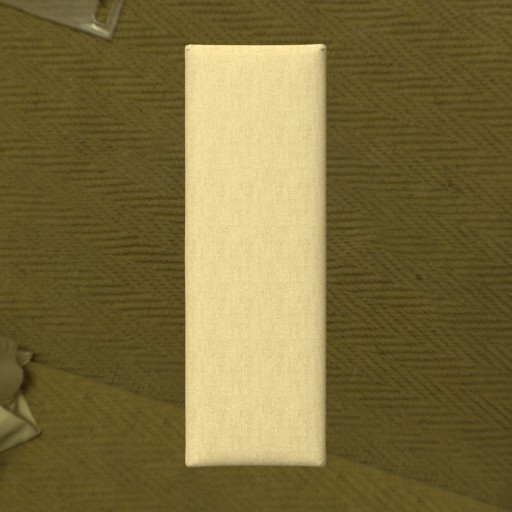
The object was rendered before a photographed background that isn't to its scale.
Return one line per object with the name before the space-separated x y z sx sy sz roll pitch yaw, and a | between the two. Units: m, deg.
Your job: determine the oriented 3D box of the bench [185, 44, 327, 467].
bench | 0.000 0.000 1.447 0.410 0.457 1.219 0 90 0
